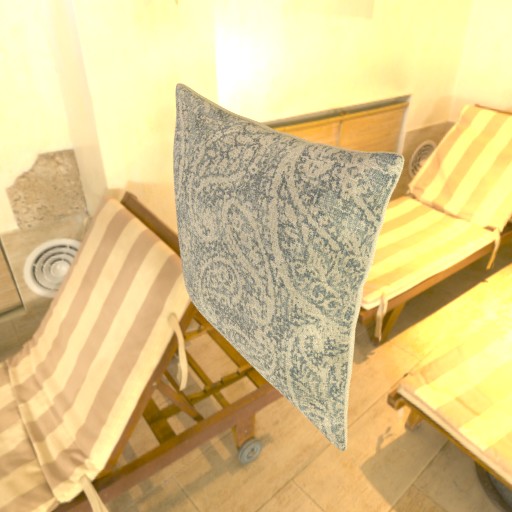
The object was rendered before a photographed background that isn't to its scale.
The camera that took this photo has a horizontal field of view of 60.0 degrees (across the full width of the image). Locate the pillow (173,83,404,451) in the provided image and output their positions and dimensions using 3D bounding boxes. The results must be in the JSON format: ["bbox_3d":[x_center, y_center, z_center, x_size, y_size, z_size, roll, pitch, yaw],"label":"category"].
[{"bbox_3d":[0.000,0.000,0.788,0.166,0.510,0.523,-21,38,-30],"label":"pillow"}]
